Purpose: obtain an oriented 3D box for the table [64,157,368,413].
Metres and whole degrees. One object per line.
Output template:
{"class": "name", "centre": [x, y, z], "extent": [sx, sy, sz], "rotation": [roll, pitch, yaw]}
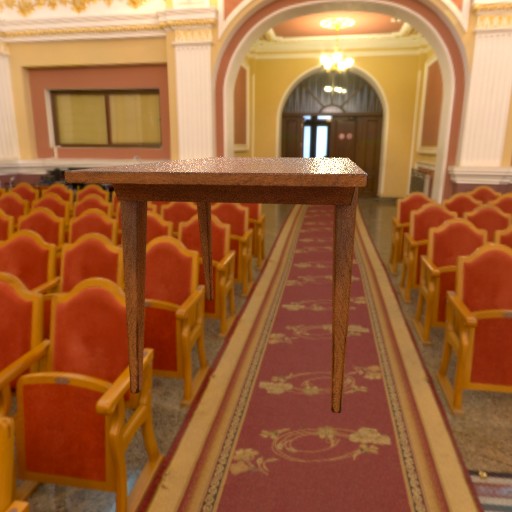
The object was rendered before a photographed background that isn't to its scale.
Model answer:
{"class": "table", "centre": [0.000, 0.000, 1.834], "extent": [0.757, 0.760, 1.400], "rotation": [2, 14, 9]}
